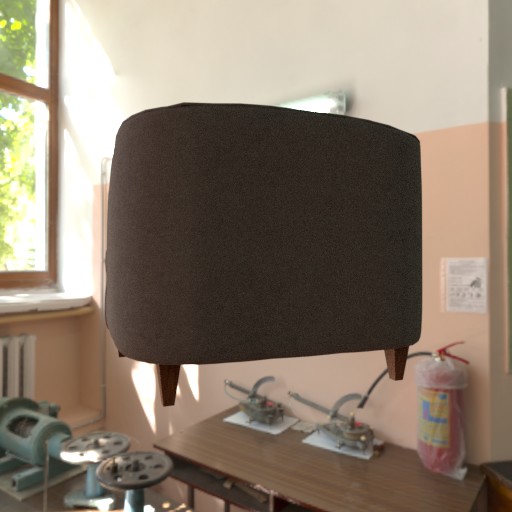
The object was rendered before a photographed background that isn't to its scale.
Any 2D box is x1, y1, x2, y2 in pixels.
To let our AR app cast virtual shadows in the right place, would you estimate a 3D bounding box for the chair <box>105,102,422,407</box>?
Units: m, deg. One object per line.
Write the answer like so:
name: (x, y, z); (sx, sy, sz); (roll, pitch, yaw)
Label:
chair: (0.000, 0.000, 1.729); (1.104, 0.852, 0.941); (0, -1, -20)
